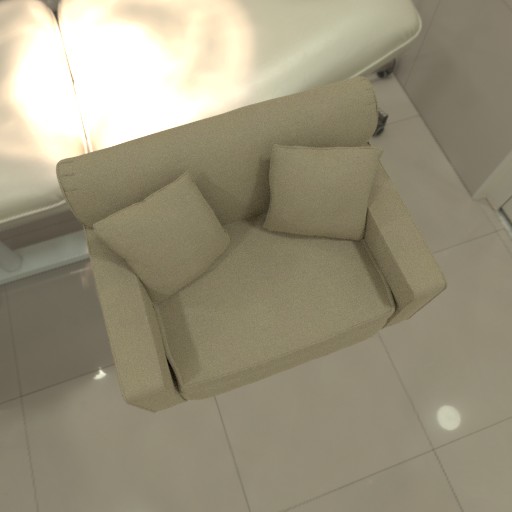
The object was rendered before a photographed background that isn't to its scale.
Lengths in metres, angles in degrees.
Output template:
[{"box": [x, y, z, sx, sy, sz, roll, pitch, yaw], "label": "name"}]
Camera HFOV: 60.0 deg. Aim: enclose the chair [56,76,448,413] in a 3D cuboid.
[{"box": [0.000, 0.000, 2.054, 1.383, 0.948, 1.000, -18, 68, -8], "label": "chair"}]
